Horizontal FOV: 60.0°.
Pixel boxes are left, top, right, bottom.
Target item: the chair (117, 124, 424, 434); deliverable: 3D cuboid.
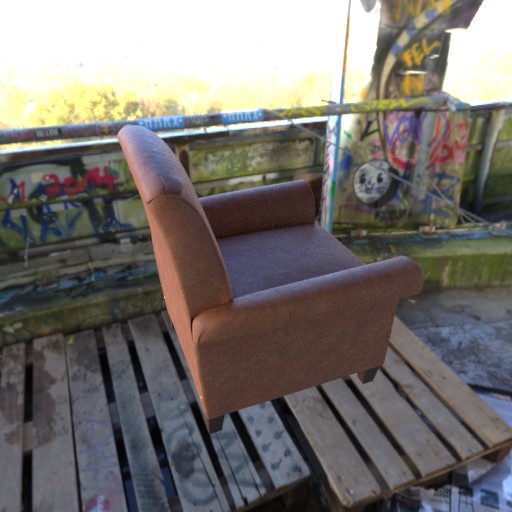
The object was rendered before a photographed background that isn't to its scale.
[{"bbox_3d":[0.000,0.000,1.824,0.902,1.061,0.978,-11,32,-18],"label":"chair"}]
